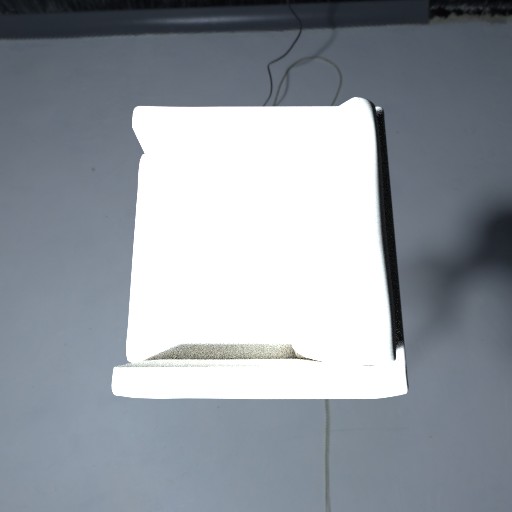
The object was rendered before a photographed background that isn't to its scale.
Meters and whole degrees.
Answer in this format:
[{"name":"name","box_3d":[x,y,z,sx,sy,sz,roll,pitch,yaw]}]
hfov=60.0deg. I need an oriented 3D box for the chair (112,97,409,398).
[{"name":"chair","box_3d":[0.000,0.000,1.584,0.875,0.806,0.964,0,75,0]}]
